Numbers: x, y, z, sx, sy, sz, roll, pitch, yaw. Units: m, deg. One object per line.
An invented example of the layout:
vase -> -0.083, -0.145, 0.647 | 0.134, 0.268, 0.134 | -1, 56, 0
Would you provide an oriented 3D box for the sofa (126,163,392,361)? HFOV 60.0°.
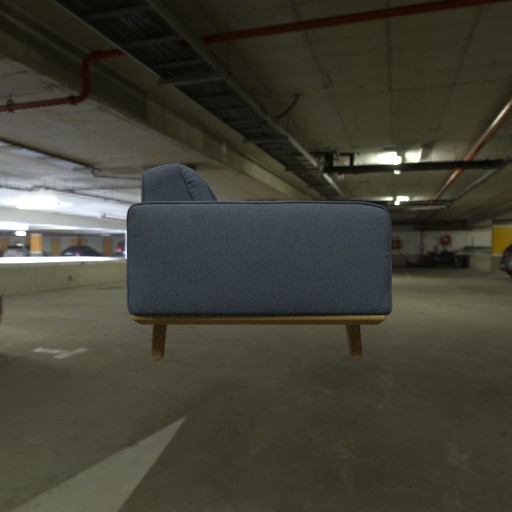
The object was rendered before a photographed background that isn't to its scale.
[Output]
sofa -> 0.000, 0.000, 2.678 | 0.953, 0.782, 2.270 | 0, 1, -1
